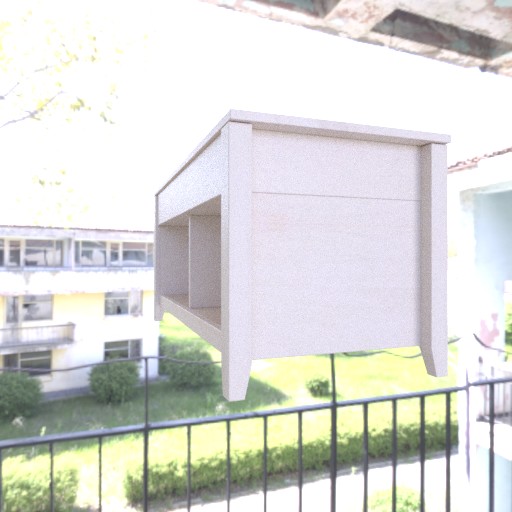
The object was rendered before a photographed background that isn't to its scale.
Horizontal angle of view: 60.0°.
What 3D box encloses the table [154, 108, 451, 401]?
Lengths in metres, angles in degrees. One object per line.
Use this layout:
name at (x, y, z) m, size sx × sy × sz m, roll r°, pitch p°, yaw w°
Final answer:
table at (0.000, 0.000, 1.279) m, size 0.457 × 0.483 × 1.016 m, roll 0°, pitch 0°, yaw -20°
